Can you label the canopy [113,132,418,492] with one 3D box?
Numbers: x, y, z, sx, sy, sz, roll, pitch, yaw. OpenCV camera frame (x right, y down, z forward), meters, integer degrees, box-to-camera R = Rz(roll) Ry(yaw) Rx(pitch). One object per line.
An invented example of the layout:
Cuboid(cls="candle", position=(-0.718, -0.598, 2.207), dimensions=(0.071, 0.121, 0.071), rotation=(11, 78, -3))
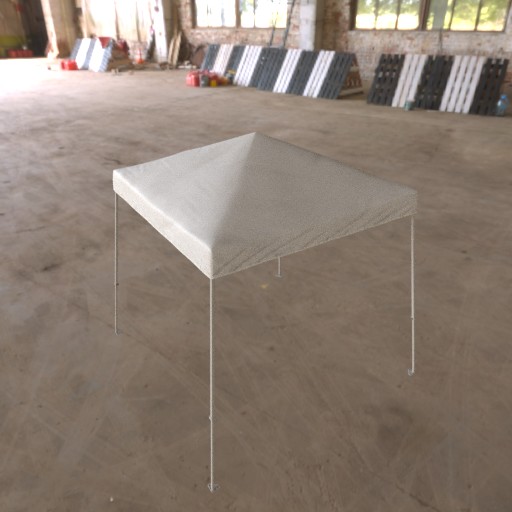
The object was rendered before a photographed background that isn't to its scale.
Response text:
Cuboid(cls="canopy", position=(0.000, 0.000, 5.159), dimensions=(2.849, 2.849, 2.848), rotation=(-17, 33, -29))
